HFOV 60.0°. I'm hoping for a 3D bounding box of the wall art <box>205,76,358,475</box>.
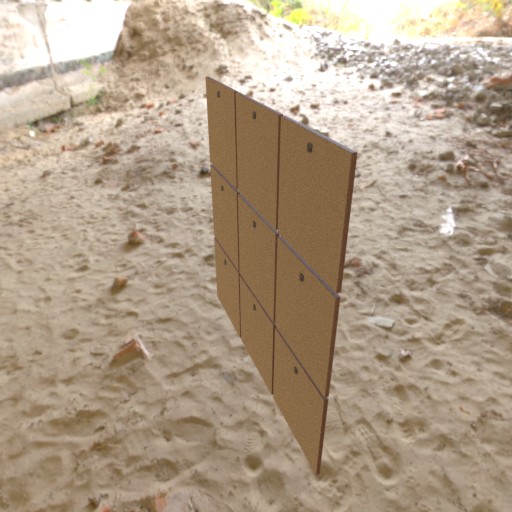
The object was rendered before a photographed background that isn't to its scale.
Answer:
[{"bbox_3d":[0.000,0.000,1.825,0.024,1.218,1.221,-11,32,-19],"label":"wall art"}]
